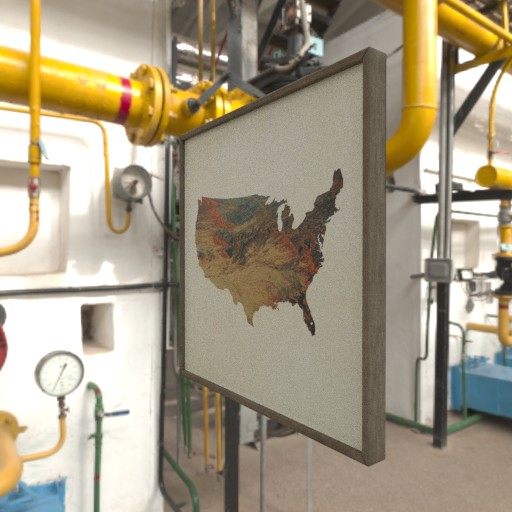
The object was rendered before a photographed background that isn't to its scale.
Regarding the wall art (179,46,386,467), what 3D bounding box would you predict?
[{"bbox_3d":[0.000,0.000,1.106,0.050,0.751,0.749,0,1,-36],"label":"wall art"}]
